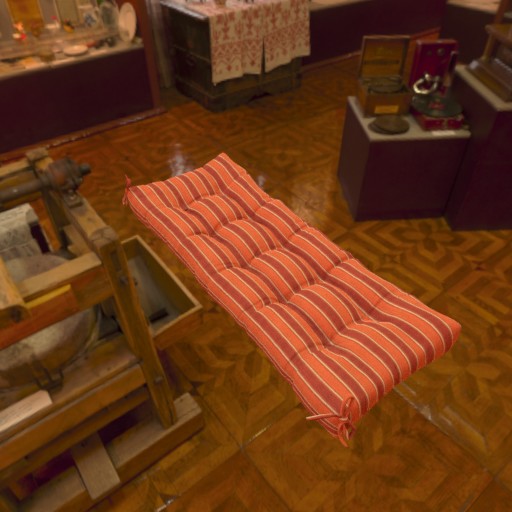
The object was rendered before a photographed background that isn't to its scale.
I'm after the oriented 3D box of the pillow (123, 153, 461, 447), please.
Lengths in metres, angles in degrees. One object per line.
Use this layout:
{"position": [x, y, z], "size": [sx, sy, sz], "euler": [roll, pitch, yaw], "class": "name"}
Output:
{"position": [0.000, 0.000, 1.387], "size": [0.511, 0.174, 1.194], "euler": [-26, 48, -26], "class": "pillow"}
